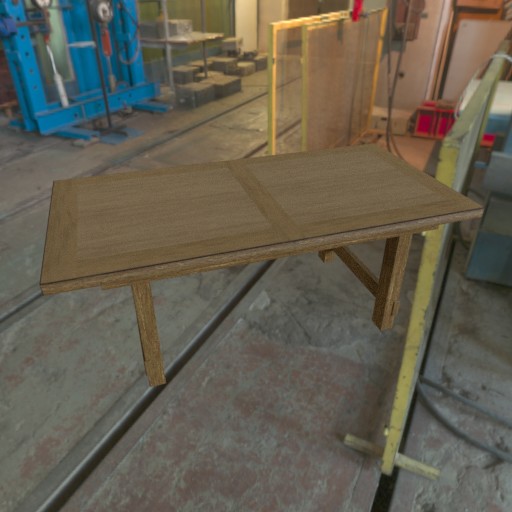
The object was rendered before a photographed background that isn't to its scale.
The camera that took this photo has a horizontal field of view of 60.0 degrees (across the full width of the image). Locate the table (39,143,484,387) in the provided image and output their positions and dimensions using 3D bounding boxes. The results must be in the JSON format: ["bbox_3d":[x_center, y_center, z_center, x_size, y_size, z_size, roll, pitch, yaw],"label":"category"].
[{"bbox_3d":[0.000,0.000,2.466,1.982,0.762,1.000,-10,34,-15],"label":"table"}]
